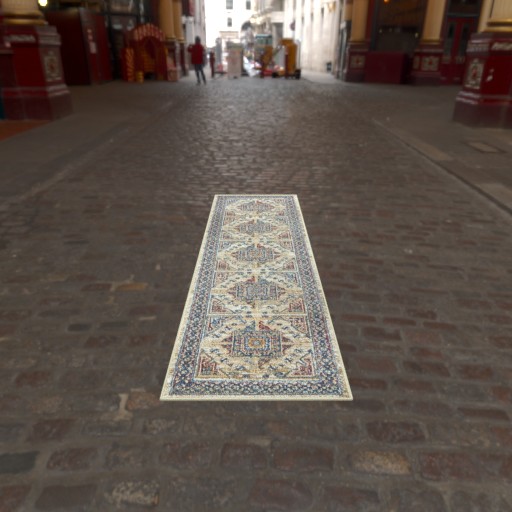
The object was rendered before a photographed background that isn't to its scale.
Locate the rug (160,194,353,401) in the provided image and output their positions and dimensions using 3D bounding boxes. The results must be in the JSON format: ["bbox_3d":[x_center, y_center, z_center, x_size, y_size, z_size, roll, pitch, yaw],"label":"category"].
[{"bbox_3d":[0.000,0.000,2.549,0.661,0.013,2.297,0,25,0],"label":"rug"}]
